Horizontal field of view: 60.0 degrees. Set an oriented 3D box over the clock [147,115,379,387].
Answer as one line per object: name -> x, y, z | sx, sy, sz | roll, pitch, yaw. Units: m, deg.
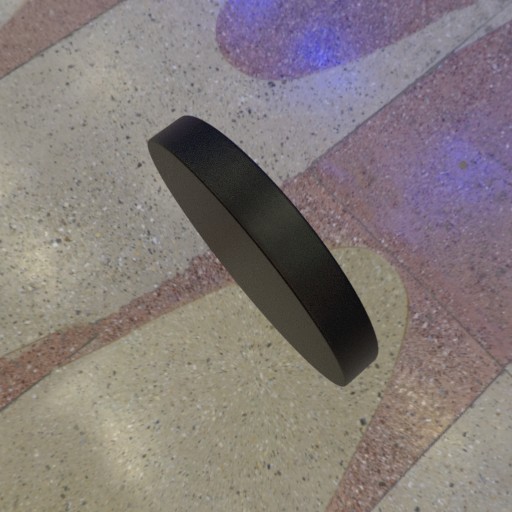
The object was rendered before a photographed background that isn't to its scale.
clock -> 0.000, 0.000, 0.470 | 0.040, 0.314, 0.314 | -39, 79, -9
